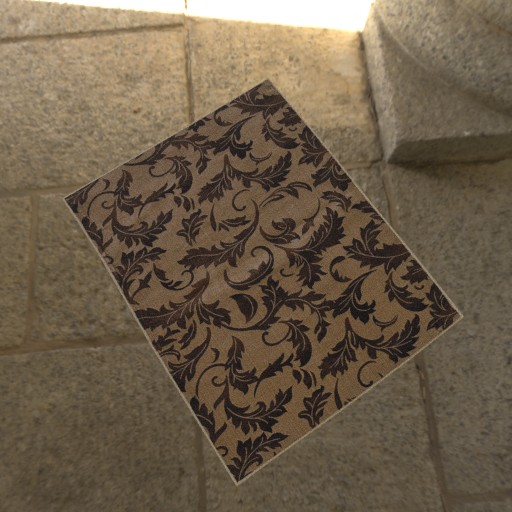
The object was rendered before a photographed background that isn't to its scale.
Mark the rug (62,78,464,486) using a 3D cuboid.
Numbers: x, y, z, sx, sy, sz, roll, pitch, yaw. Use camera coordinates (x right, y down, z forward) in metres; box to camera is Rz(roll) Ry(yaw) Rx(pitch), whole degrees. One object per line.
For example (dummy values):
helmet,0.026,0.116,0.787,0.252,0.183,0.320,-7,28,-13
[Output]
rug,0.000,0.000,4.000,2.380,0.008,2.977,-33,77,-9
